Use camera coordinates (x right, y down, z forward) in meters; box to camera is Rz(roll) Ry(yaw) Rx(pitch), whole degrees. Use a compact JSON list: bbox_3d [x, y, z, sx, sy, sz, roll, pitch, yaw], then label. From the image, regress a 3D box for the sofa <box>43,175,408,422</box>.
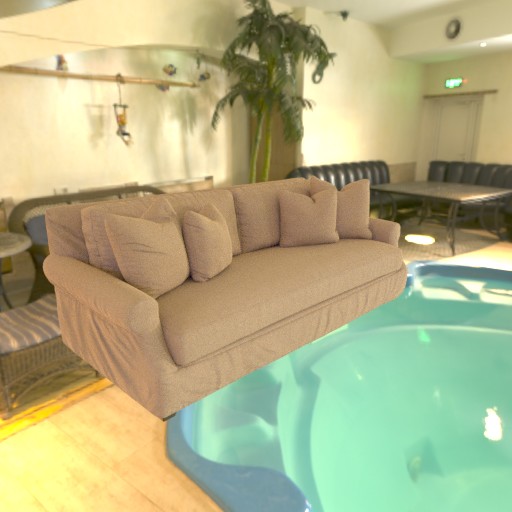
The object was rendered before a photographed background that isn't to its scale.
[{"bbox_3d":[0.000,0.000,2.835,1.067,0.904,2.285,15,22,43],"label":"sofa"}]
